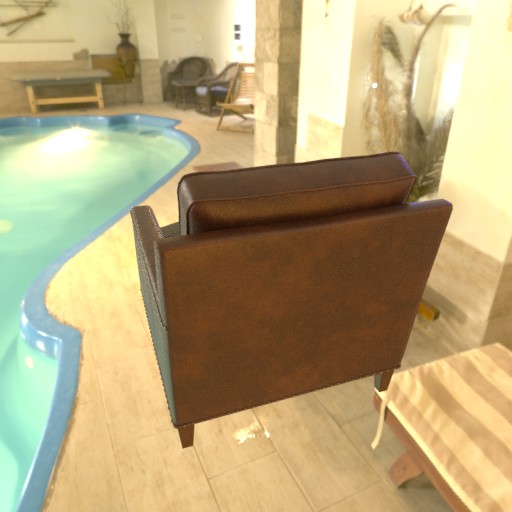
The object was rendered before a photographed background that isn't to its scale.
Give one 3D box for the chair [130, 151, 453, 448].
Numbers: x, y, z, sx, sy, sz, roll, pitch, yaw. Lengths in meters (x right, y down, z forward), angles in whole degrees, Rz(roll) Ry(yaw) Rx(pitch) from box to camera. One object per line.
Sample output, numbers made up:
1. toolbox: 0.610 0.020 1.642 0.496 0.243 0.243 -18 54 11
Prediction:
1. chair: 0.000 0.000 1.710 0.853 0.929 1.014 -9 29 -17
